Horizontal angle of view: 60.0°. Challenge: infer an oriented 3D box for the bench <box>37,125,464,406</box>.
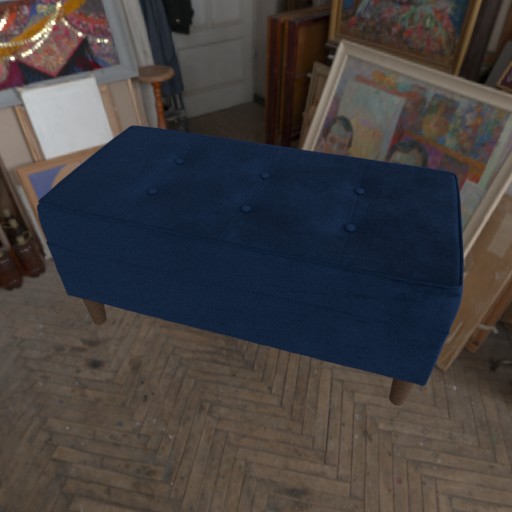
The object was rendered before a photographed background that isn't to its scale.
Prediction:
[{"bbox_3d":[0.000,0.000,1.278,1.010,0.467,0.489,12,42,13],"label":"bench"}]
